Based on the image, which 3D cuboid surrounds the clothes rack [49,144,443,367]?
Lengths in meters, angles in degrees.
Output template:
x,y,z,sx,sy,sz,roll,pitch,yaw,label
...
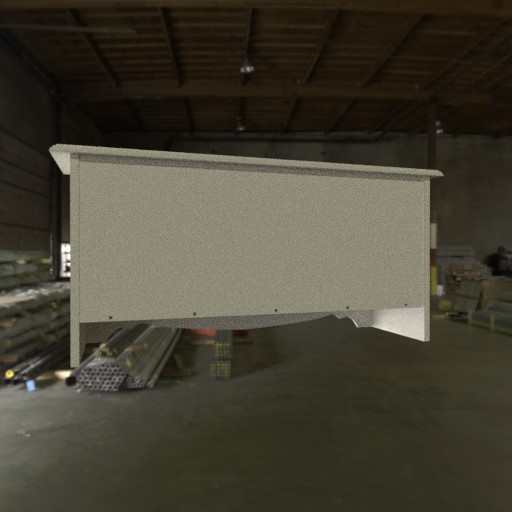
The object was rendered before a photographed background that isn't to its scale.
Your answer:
x,y,z,sx,sy,sz,roll,pitch,yaw,label
0.000,0.000,1.363,1.120,0.531,0.324,0,0,-18,clothes rack
